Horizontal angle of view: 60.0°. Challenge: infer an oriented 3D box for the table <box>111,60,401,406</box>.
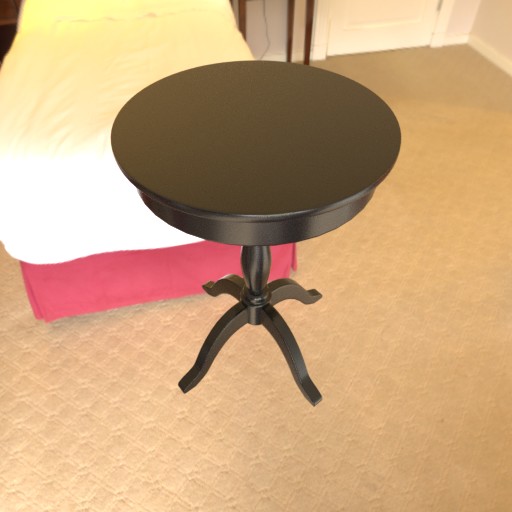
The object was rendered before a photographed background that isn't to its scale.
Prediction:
[{"bbox_3d":[0.000,0.000,0.984,0.481,0.665,0.481,0,47,0],"label":"table"}]
